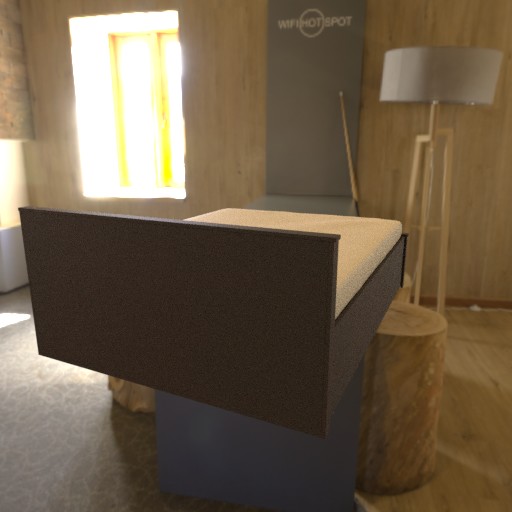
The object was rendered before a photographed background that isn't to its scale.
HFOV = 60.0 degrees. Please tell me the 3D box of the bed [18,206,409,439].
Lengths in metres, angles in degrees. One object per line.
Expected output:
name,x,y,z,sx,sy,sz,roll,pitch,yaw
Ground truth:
bed,0.000,0.000,2.894,1.634,0.808,2.103,7,16,25
